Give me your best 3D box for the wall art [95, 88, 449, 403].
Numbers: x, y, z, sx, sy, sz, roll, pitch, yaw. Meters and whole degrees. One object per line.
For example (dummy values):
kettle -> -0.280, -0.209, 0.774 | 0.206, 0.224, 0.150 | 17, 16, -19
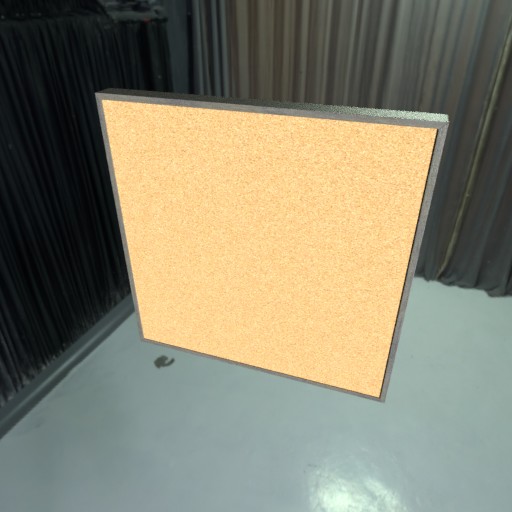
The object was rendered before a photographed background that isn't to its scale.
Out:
wall art -> 0.000, 0.000, 0.756 | 0.507, 0.507, 0.037 | 10, 33, 16
